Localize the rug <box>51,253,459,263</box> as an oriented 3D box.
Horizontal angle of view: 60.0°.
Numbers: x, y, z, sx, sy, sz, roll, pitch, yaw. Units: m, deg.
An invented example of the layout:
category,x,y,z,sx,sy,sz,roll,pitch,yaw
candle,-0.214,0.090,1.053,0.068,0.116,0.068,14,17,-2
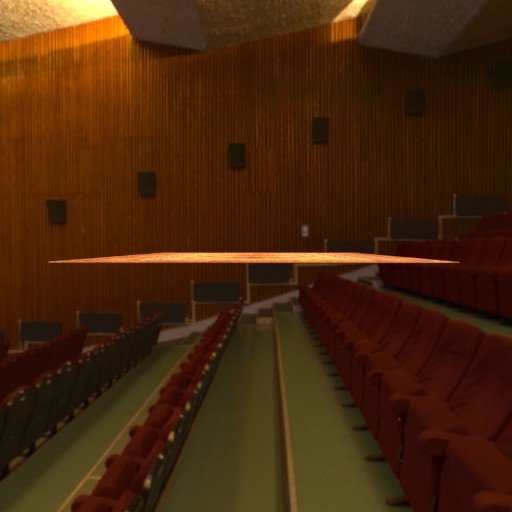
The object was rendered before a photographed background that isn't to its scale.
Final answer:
category,x,y,z,sx,sy,sz,roll,pitch,yaw
rug,0.000,0.000,4.168,2.460,0.005,3.067,0,1,1
